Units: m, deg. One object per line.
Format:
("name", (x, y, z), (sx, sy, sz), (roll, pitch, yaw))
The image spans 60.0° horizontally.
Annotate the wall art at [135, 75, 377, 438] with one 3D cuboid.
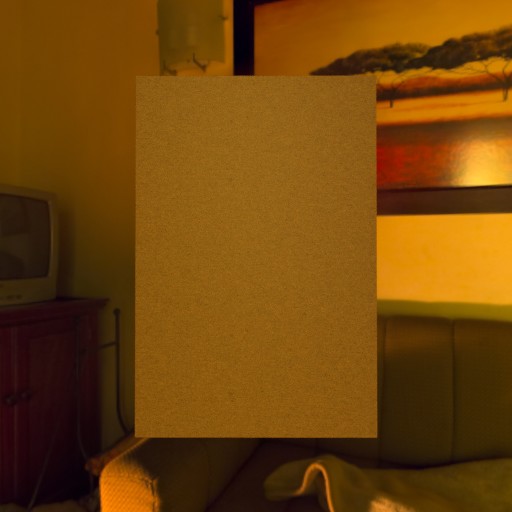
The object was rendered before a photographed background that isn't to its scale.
("wall art", (0.000, 0.000, 1.138), (0.610, 0.914, 0.037), (0, -1, 0))
